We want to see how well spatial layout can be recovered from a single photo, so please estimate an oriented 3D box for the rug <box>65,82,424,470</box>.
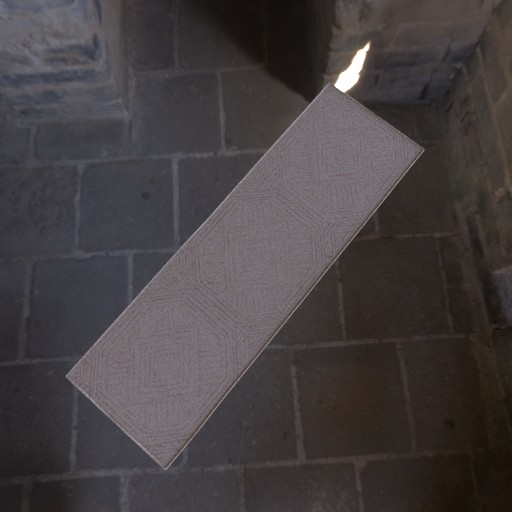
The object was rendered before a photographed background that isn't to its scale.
[{"bbox_3d":[0.000,0.000,2.666,0.775,0.012,2.452,39,79,9],"label":"rug"}]
